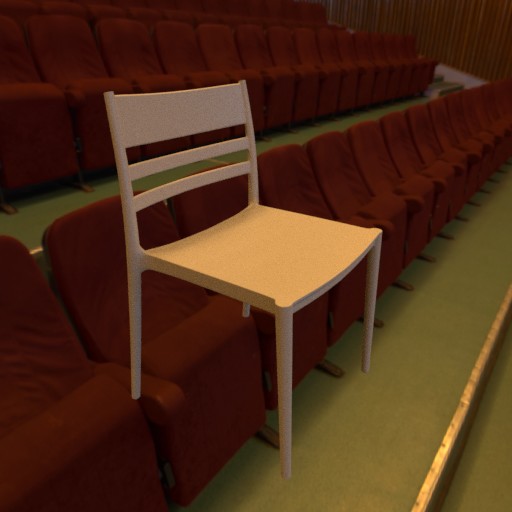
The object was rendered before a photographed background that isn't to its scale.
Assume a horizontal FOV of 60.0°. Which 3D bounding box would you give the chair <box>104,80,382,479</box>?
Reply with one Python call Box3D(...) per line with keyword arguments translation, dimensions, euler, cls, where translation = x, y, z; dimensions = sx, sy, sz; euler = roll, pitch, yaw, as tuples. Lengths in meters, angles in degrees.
Box3D(translation=(0.000, 0.000, 1.131), dimensions=(0.511, 0.800, 0.531), euler=(17, 30, 32), cls="chair")
